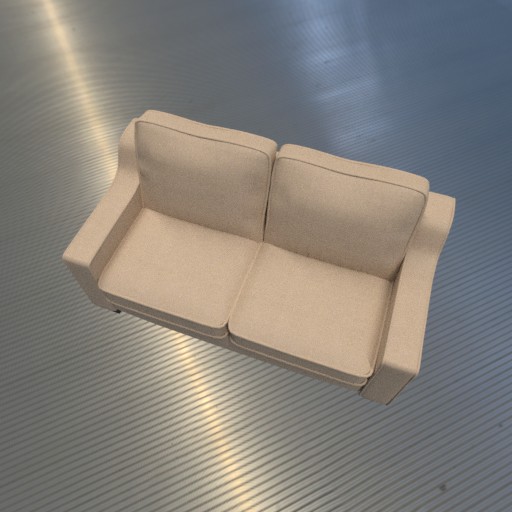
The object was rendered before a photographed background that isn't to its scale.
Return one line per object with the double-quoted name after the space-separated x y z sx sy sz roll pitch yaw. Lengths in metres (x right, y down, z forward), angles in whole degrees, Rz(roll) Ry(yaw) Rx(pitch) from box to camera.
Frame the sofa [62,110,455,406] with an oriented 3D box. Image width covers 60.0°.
0.000 0.000 3.476 2.587 1.562 1.351 17 59 10 "sofa"
